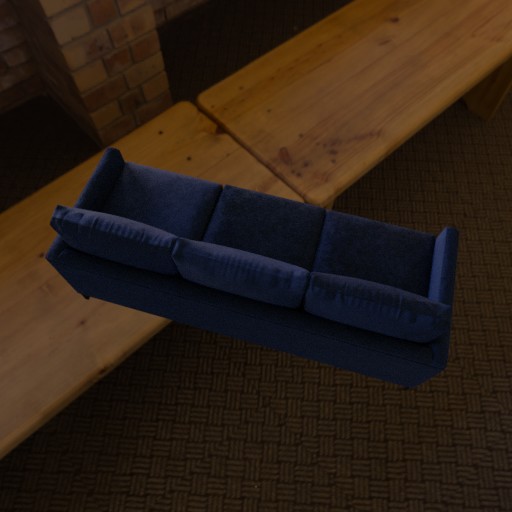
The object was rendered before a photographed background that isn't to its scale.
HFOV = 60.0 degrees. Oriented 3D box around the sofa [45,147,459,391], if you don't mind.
[{"bbox_3d":[0.000,0.000,2.684,2.252,0.879,0.875,15,63,7],"label":"sofa"}]
